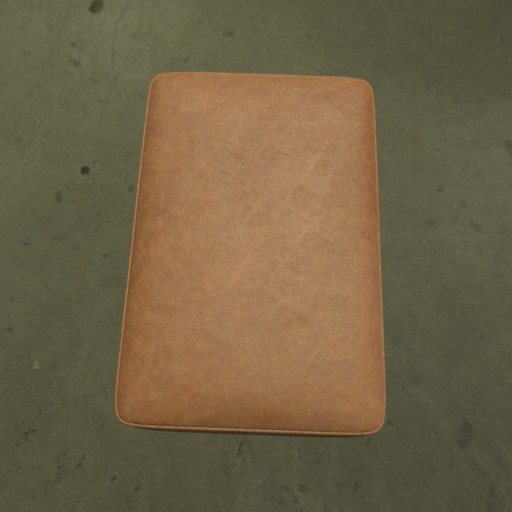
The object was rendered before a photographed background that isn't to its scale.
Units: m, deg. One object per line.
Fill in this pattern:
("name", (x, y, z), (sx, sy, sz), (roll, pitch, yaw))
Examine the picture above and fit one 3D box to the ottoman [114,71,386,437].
("ottoman", (0.000, 0.000, 1.191), (0.584, 0.483, 0.864), (2, 75, 1))
